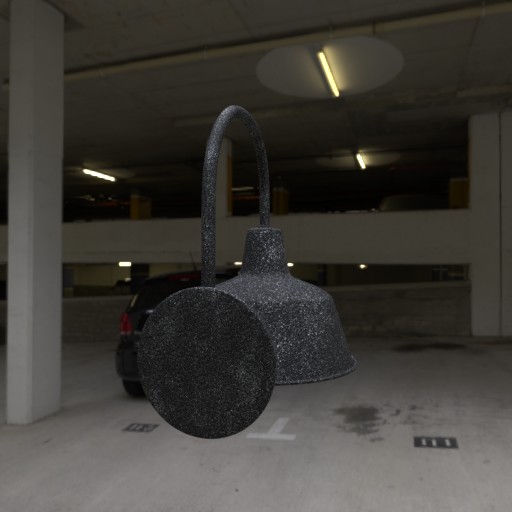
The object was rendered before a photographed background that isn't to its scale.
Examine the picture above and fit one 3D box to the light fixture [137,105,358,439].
[{"bbox_3d":[0.000,0.000,0.495,0.216,0.300,0.283,0,-1,18],"label":"light fixture"}]
